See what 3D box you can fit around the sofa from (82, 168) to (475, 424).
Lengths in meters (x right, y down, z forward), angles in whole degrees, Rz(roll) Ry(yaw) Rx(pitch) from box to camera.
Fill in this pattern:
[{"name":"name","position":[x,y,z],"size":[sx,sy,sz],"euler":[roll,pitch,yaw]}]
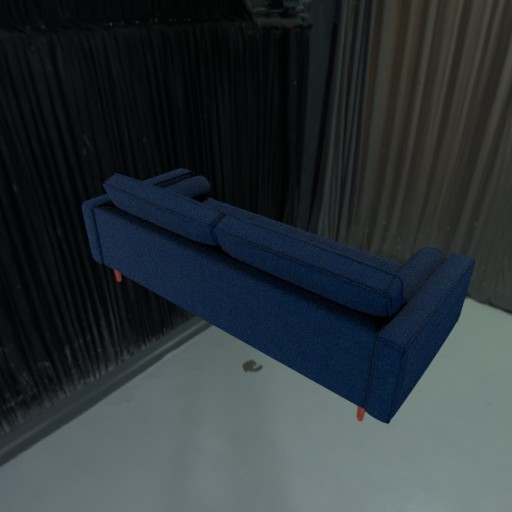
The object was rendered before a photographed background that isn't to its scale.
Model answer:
[{"name":"sofa","position":[0.000,0.000,2.664],"size":[2.210,0.762,0.914],"euler":[22,37,33]}]
